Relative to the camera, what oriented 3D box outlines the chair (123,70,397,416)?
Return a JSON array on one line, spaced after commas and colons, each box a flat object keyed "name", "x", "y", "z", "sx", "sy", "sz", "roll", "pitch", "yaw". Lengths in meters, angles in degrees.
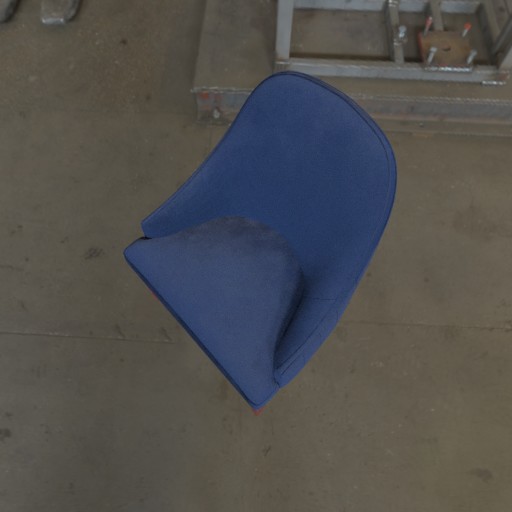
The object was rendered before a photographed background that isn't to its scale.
[{"name": "chair", "x": 0.000, "y": 0.000, "z": 1.314, "sx": 0.575, "sy": 0.889, "sz": 0.643, "roll": -39, "pitch": 70, "yaw": -17}]
